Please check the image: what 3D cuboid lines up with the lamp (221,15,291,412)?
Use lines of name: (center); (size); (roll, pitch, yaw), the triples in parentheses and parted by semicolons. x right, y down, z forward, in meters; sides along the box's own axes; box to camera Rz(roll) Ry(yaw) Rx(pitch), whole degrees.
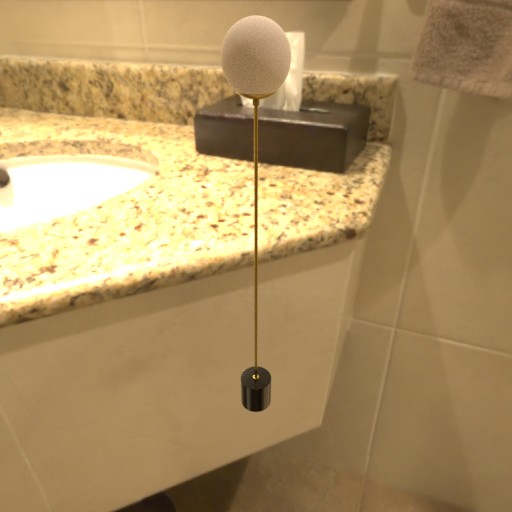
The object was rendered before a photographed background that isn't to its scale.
lamp: (0.000, 0.000, 1.830); (0.229, 1.748, 0.229); (-9, 33, -14)
